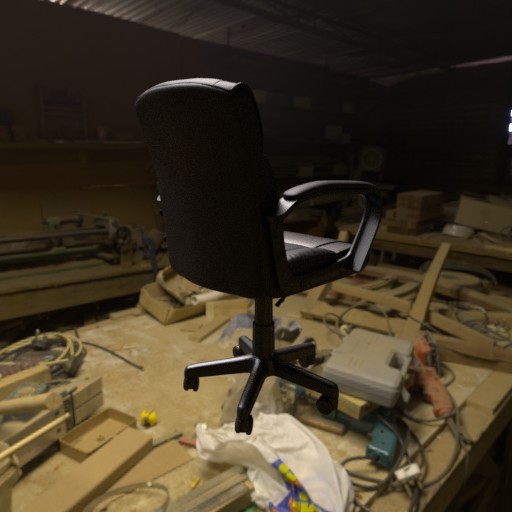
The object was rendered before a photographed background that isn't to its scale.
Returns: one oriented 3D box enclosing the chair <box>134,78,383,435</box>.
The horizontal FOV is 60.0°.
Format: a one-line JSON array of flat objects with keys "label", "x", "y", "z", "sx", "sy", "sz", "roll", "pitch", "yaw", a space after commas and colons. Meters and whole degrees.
[{"label": "chair", "x": 0.000, "y": 0.000, "z": 1.420, "sx": 0.641, "sy": 0.998, "sz": 0.576, "roll": -13, "pitch": 19, "yaw": -43}]
